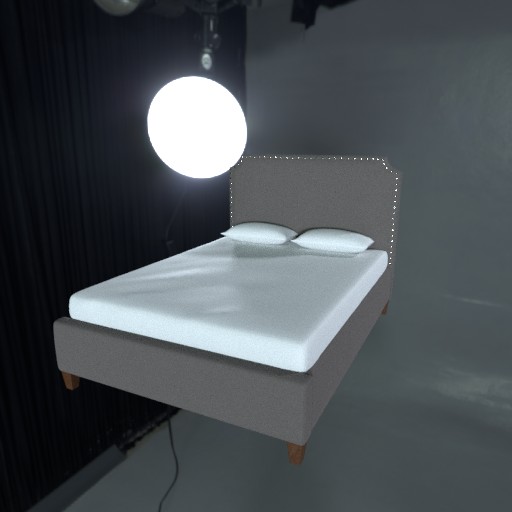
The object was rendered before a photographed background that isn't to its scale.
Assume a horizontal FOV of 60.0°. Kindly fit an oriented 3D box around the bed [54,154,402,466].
[{"bbox_3d":[0.000,0.000,3.370,1.713,1.443,2.372,7,16,25],"label":"bed"}]
